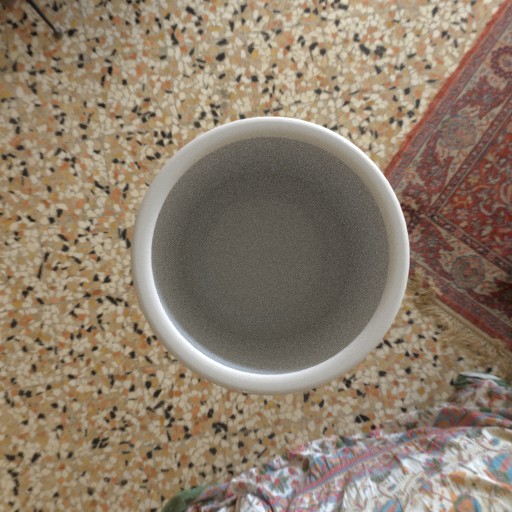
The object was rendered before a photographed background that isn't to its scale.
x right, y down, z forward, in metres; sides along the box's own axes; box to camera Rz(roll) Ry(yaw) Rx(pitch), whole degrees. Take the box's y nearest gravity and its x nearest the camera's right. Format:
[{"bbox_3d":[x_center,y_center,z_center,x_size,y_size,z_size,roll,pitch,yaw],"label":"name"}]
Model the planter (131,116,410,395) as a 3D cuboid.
[{"bbox_3d":[0.000,0.000,0.655,0.308,0.431,0.307,0,90,0],"label":"planter"}]
